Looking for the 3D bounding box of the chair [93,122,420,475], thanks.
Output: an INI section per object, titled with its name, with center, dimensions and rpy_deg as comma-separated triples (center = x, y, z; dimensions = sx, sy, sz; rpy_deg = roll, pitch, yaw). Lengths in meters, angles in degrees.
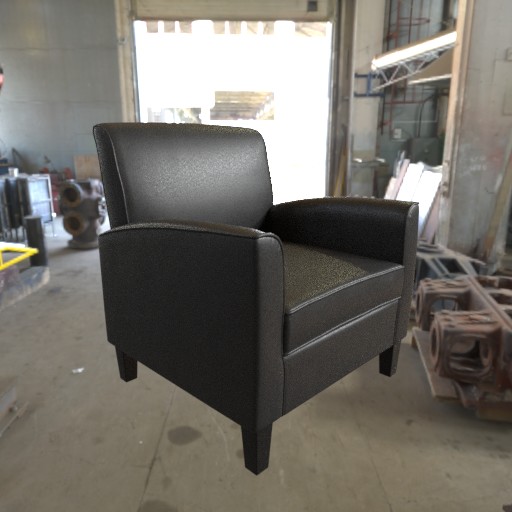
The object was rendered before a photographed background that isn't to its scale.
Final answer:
[chair]
center = 0.000, 0.000, 1.554
dimensions = 0.819, 0.916, 0.820
rpy_deg = 14, 20, 43
